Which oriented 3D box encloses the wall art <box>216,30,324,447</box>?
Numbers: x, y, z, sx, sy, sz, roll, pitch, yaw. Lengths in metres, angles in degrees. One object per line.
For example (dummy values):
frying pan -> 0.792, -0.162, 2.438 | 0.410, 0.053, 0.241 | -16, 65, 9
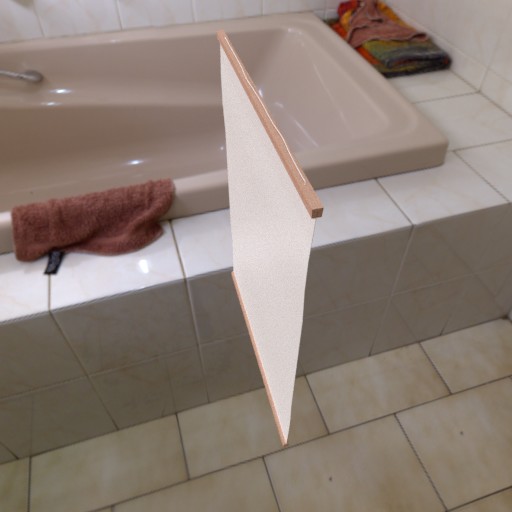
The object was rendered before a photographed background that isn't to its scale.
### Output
wall art -> 0.000, 0.000, 1.310 | 0.020, 1.013, 0.758 | -11, 48, -10
